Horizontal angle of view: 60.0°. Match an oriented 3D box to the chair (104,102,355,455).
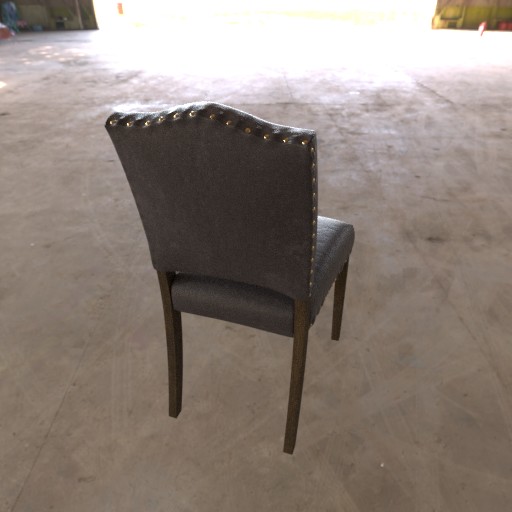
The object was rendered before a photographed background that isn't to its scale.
[{"bbox_3d":[0.000,0.000,1.312,0.500,0.991,0.633,11,33,17],"label":"chair"}]
